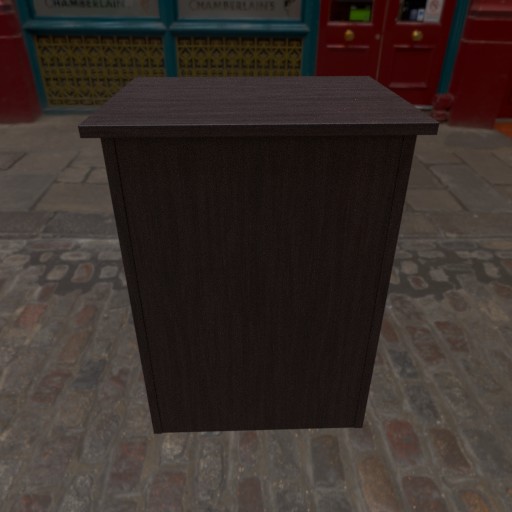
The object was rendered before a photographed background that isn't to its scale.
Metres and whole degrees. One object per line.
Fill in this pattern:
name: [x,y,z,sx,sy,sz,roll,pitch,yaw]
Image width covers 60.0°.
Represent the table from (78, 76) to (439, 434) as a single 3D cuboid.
table: [0.000,0.000,0.913,0.480,0.635,0.381,-1,31,-2]
